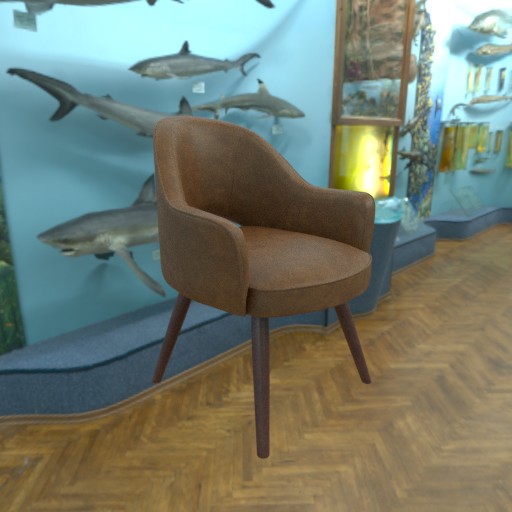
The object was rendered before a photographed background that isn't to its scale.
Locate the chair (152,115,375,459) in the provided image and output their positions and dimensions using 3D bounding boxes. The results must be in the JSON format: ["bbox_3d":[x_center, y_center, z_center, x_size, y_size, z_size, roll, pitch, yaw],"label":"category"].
[{"bbox_3d":[0.000,0.000,1.259,0.591,0.777,0.640,-15,21,-43],"label":"chair"}]
